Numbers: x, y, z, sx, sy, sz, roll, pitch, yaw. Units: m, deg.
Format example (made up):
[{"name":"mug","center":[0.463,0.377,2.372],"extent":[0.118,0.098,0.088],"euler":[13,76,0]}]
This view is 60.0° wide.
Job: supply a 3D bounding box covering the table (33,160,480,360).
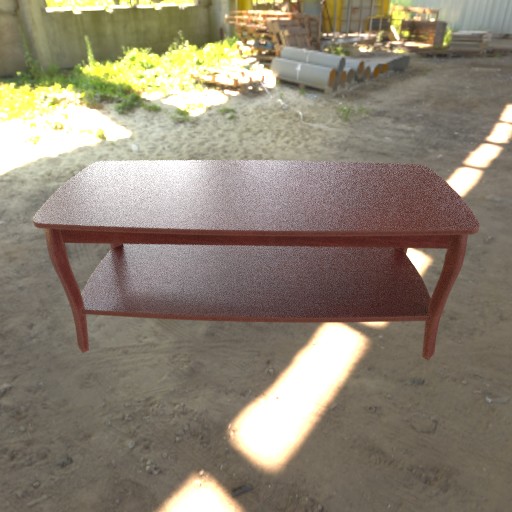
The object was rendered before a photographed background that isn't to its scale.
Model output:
[{"name":"table","center":[0.000,0.000,1.478],"extent":[1.216,0.473,0.561],"euler":[1,30,2]}]
